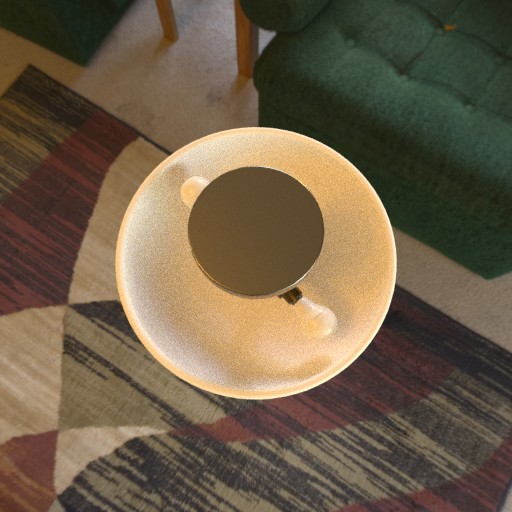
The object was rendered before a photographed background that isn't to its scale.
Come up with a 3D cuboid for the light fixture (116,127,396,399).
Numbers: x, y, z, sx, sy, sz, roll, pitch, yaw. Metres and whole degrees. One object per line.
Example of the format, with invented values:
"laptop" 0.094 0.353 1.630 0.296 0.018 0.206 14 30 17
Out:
"light fixture" 0.000 0.000 0.537 0.330 0.214 0.330 0 75 0
